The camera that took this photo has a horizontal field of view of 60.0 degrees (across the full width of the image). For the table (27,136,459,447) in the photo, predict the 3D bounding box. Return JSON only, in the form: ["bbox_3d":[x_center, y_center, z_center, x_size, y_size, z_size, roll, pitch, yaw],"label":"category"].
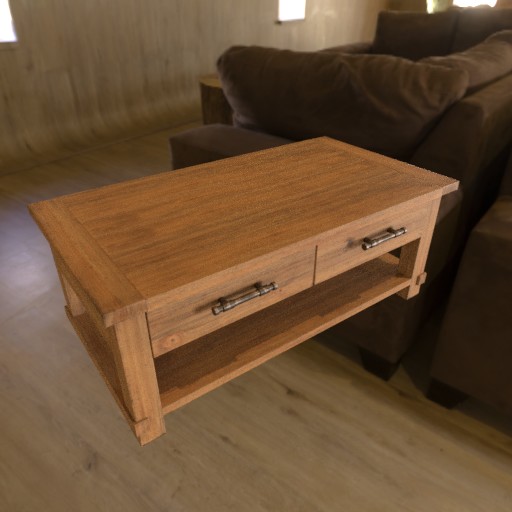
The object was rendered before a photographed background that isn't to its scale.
[{"bbox_3d":[0.000,0.000,1.588,1.270,0.494,0.693,-21,37,-30],"label":"table"}]
